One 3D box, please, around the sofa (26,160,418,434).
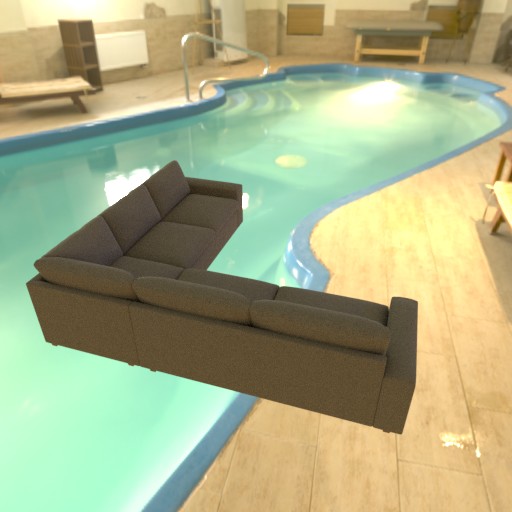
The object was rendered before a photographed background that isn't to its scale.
[{"bbox_3d":[0.000,0.000,4.728,3.277,0.965,2.895,10,34,15],"label":"sofa"}]
